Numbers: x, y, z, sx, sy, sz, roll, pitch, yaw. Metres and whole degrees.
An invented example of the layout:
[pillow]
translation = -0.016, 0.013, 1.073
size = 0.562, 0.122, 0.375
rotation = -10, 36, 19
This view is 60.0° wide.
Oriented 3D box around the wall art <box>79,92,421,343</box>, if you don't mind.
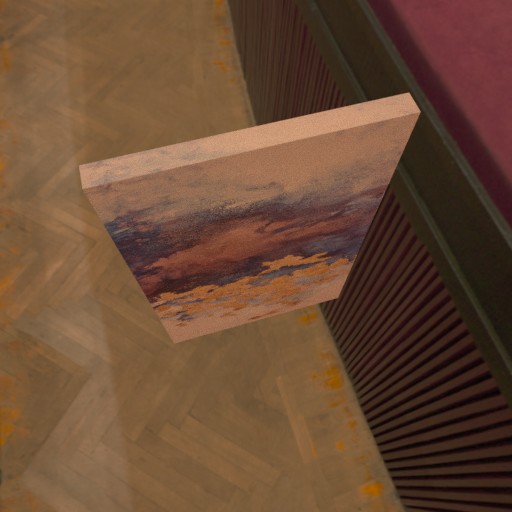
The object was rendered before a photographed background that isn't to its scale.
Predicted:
[wall art]
translation = 0.000, 0.000, 1.132
size = 0.583, 0.874, 0.048
rotation = -15, 64, -7
